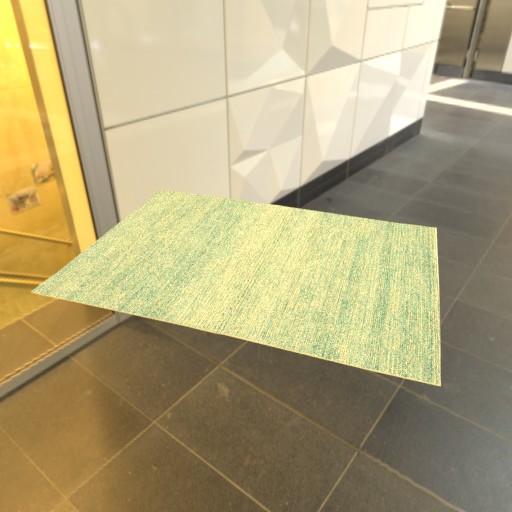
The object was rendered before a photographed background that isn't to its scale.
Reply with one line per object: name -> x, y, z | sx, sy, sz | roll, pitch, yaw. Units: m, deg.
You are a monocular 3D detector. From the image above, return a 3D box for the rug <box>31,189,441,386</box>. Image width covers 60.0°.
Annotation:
rug -> 0.000, 0.000, 2.955 | 2.305, 0.029, 1.593 | 10, 33, 16
